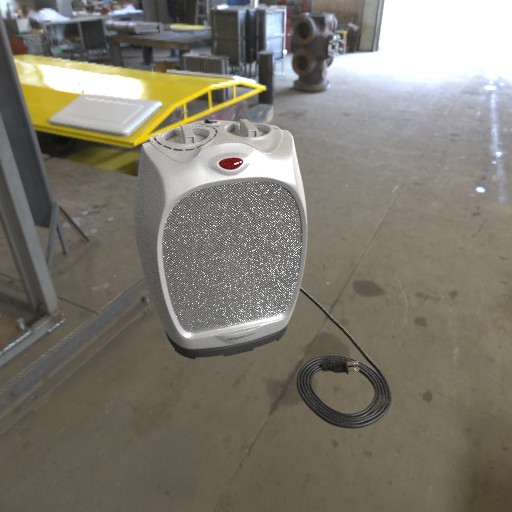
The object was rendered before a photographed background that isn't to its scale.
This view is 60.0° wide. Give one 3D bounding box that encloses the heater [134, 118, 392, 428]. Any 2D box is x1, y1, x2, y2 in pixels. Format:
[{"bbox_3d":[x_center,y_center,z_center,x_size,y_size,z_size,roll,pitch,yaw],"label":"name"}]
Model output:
[{"bbox_3d":[0.000,0.000,0.471,0.239,0.255,0.291,-10,34,-14],"label":"heater"}]
